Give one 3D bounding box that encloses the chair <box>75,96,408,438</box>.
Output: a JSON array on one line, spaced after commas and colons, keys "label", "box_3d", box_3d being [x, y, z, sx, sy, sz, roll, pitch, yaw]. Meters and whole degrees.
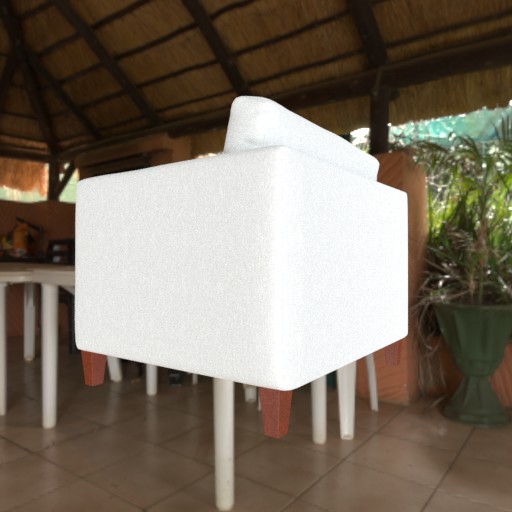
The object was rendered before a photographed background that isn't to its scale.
[{"label": "chair", "box_3d": [0.000, 0.000, 1.824, 0.953, 0.961, 1.107, 0, 0, 36]}]
